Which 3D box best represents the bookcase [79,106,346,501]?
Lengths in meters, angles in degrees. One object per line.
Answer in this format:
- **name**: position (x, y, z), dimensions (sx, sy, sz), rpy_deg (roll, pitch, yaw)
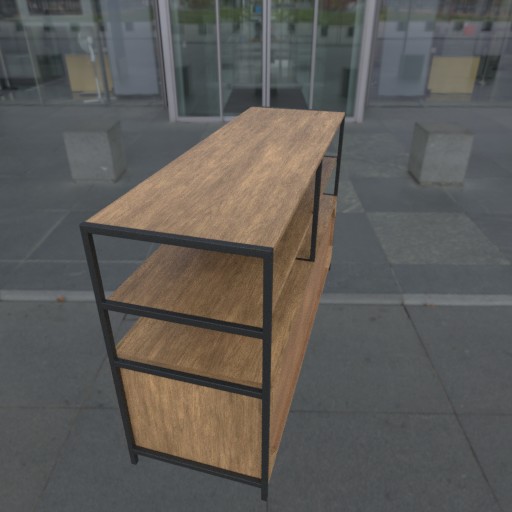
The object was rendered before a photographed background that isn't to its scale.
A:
- **bookcase**: position (0.000, 0.000, 1.448), dimensions (0.391, 0.712, 1.149), rpy_deg (8, 31, 14)
